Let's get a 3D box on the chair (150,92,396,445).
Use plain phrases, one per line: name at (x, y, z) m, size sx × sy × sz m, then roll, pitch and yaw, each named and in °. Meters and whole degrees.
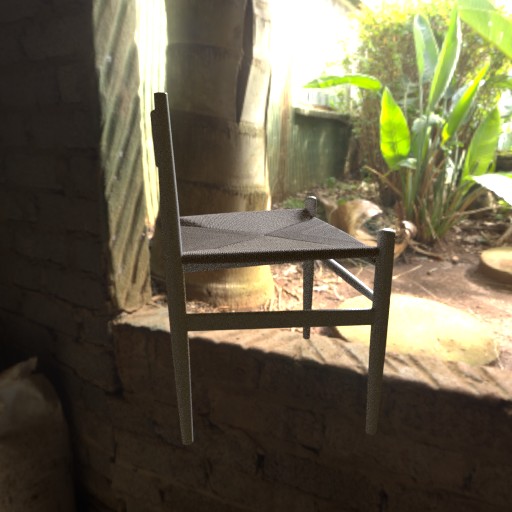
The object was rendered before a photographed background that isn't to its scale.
chair at (0.000, 0.000, 1.160) m, size 0.495 × 0.762 × 0.556 m, roll -3°, pitch 15°, yaw -11°
